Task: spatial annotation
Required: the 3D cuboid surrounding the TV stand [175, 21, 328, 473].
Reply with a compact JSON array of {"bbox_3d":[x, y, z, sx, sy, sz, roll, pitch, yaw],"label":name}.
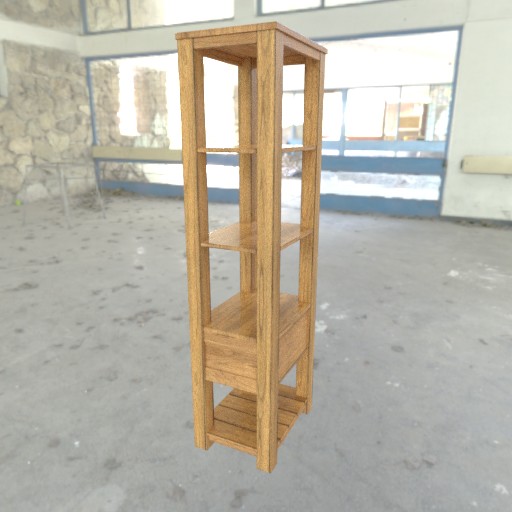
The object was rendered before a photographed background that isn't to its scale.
[{"bbox_3d":[0.000,0.000,2.064,0.435,1.828,0.565,7,17,25],"label":"TV stand"}]
